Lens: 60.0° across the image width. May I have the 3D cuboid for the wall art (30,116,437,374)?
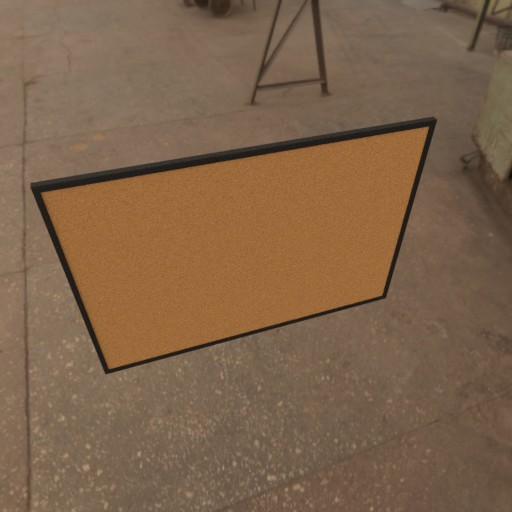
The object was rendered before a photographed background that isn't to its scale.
[{"bbox_3d":[0.000,0.000,0.851,0.664,0.458,0.013,-13,43,-14],"label":"wall art"}]
